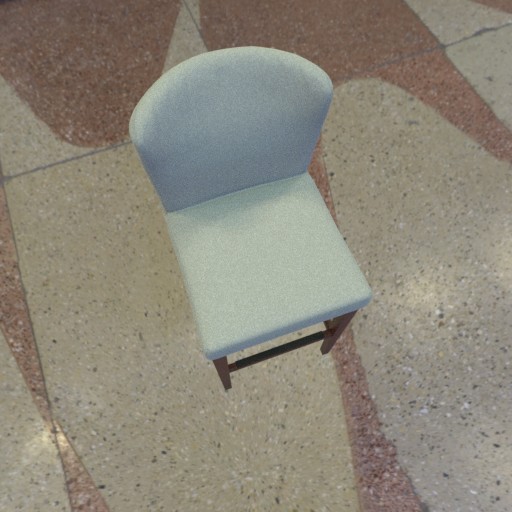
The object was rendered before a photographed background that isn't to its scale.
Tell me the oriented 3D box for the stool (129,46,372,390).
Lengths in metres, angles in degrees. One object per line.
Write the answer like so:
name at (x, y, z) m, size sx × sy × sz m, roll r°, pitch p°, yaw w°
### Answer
stool at (0.000, 0.000, 1.369) m, size 0.479 × 1.069 × 0.568 m, roll -18°, pitch 65°, yaw -9°
